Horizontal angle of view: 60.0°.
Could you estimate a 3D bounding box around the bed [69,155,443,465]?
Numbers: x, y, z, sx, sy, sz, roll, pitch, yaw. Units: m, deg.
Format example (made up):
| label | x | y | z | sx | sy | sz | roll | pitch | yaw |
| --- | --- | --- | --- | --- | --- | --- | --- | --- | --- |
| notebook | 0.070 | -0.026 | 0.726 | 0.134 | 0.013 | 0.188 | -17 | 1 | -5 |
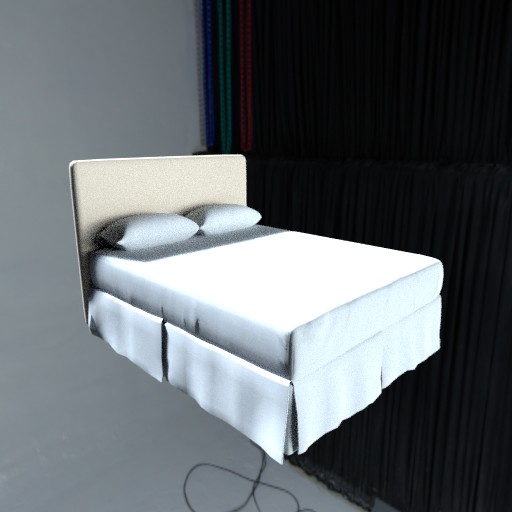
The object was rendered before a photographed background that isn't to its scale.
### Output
| label | x | y | z | sx | sy | sz | roll | pitch | yaw |
| --- | --- | --- | --- | --- | --- | --- | --- | --- | --- |
| bed | 0.000 | 0.000 | 3.163 | 2.142 | 1.330 | 1.748 | 14 | 20 | 43 |
